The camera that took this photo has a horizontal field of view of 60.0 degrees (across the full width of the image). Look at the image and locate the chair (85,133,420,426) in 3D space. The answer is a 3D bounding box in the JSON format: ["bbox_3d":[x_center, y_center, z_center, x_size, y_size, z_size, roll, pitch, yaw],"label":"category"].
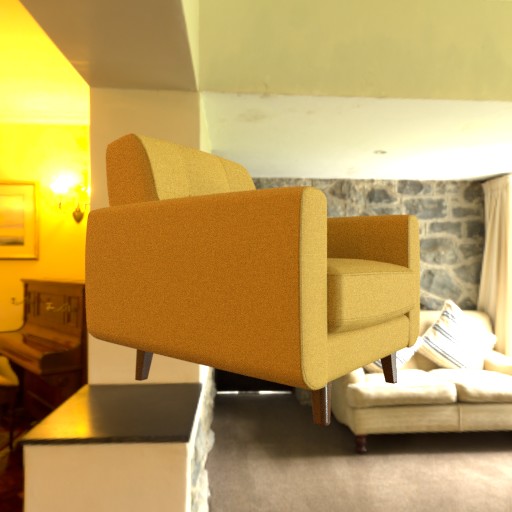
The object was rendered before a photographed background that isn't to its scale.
[{"bbox_3d":[0.000,0.000,1.521,0.909,0.841,0.831,-1,-1,37],"label":"chair"}]
